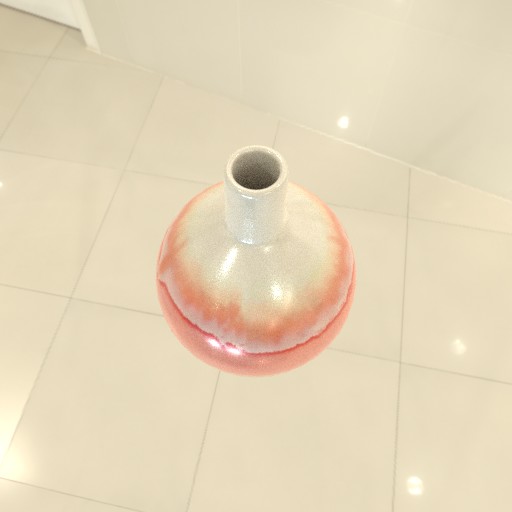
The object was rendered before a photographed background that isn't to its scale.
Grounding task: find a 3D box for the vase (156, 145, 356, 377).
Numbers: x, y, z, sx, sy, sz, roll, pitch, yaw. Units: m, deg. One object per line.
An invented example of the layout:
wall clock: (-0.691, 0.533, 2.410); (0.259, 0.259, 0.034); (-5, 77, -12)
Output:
vase: (0.000, 0.000, 0.283); (0.137, 0.176, 0.137); (0, 63, 0)
